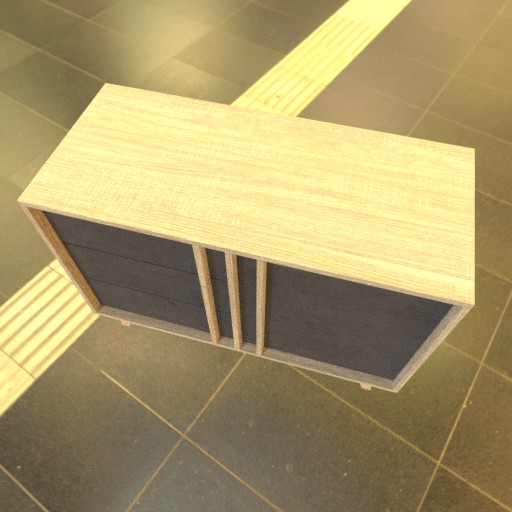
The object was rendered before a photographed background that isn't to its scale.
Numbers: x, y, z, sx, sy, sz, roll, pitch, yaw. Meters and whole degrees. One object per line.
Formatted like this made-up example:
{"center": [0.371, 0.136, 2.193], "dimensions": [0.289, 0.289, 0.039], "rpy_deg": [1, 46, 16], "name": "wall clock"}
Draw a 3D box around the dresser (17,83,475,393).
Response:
{"center": [0.000, 0.000, 1.490], "dimensions": [1.110, 0.780, 0.500], "rpy_deg": [13, 57, 8], "name": "dresser"}
